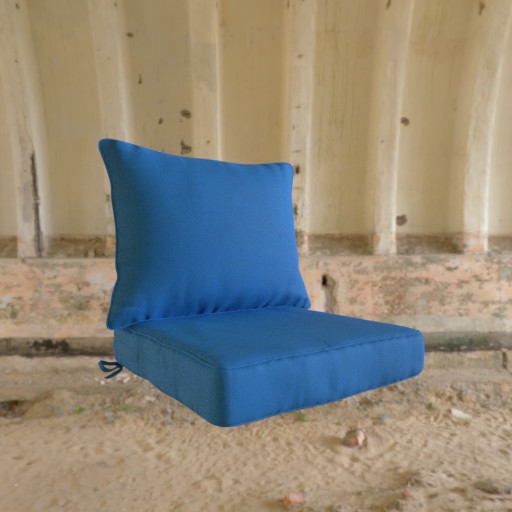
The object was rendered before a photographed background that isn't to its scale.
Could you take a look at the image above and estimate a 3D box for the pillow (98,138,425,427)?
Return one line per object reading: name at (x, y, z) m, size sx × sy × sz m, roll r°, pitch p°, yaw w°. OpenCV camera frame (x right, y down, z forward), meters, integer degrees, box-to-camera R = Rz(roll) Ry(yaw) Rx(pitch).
pillow at (0.000, 0.000, 1.341) m, size 0.798 × 0.725 × 0.733 m, roll -1°, pitch 2°, yaw -35°
